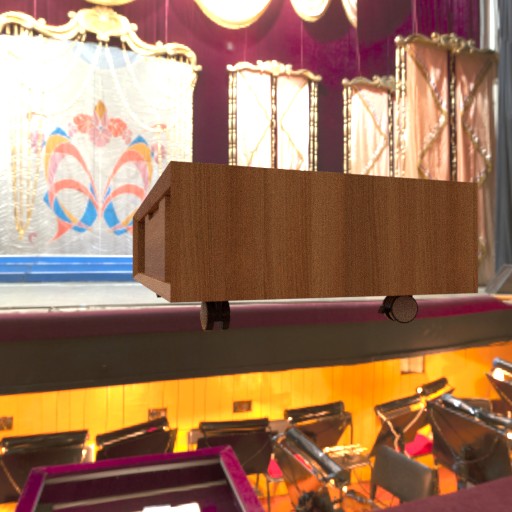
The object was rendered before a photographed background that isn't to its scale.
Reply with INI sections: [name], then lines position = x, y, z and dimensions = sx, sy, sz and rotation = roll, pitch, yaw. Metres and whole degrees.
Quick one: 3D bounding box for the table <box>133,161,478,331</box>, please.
[table]
position = 0.000, 0.000, 1.425
dimensions = 0.700, 0.330, 1.100
rotation = 0, -1, -19
